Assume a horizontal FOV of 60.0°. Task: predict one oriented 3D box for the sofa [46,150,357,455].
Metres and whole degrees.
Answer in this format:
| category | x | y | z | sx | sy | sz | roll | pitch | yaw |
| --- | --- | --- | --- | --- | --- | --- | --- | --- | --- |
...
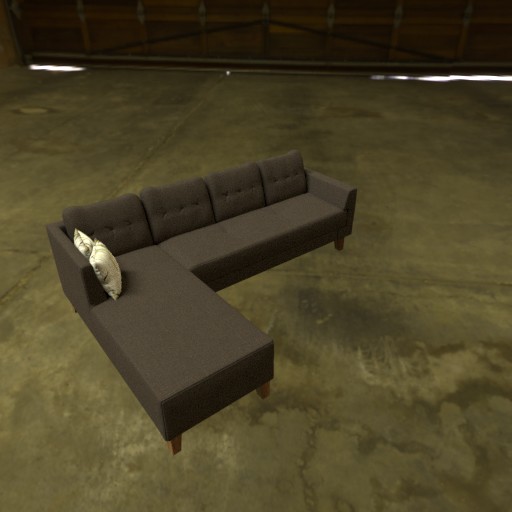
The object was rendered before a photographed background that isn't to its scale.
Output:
| category | x | y | z | sx | sy | sz | roll | pitch | yaw |
| --- | --- | --- | --- | --- | --- | --- | --- | --- | --- |
| sofa | 0.000 | 0.000 | 3.616 | 2.679 | 0.932 | 1.829 | -22 | 37 | -32 |
